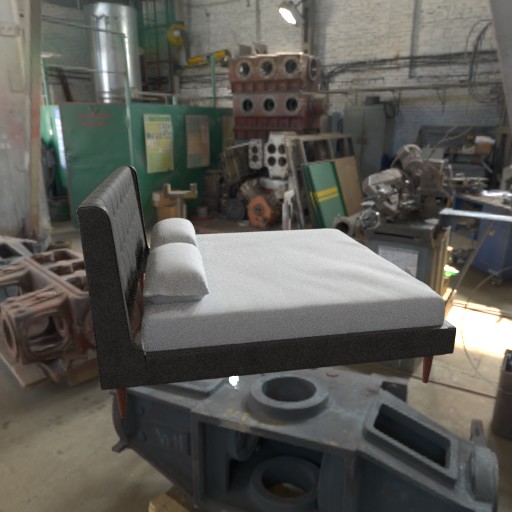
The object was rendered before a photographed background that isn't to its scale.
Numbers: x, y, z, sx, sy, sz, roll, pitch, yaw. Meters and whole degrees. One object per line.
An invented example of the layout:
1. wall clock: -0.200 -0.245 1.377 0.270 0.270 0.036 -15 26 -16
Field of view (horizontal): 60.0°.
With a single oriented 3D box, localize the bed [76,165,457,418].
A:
1. bed: 0.000 0.000 3.225 2.031 1.158 1.903 -3 17 -10
